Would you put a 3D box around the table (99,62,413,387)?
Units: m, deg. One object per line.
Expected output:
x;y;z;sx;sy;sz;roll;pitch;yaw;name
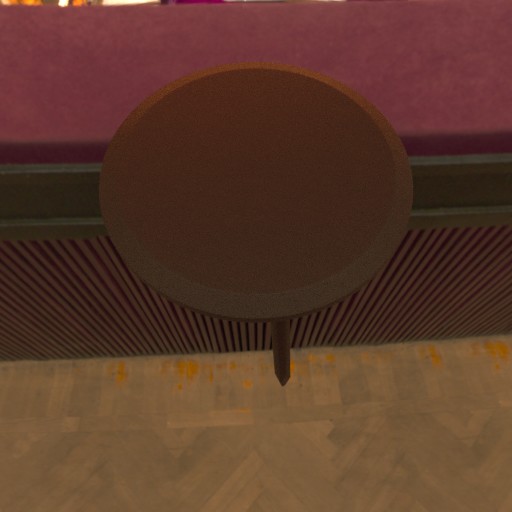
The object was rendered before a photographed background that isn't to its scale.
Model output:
0.000;0.000;0.905;0.457;0.585;0.457;0;63;0;table
